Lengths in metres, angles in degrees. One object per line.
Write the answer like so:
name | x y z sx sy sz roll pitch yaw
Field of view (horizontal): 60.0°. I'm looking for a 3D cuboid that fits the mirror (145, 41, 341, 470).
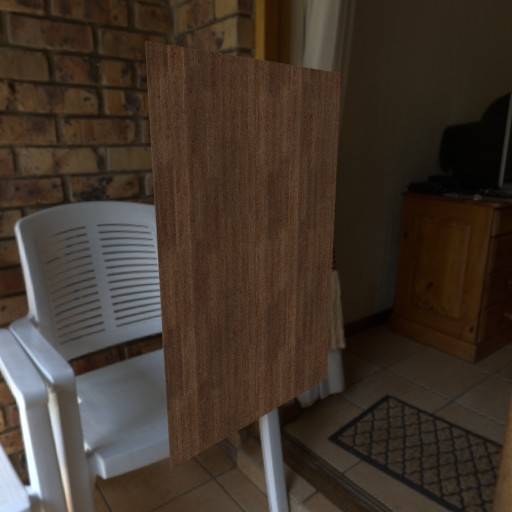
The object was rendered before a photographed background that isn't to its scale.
mirror | 0.000 0.000 1.241 0.651 1.010 0.047 -14 20 -42
